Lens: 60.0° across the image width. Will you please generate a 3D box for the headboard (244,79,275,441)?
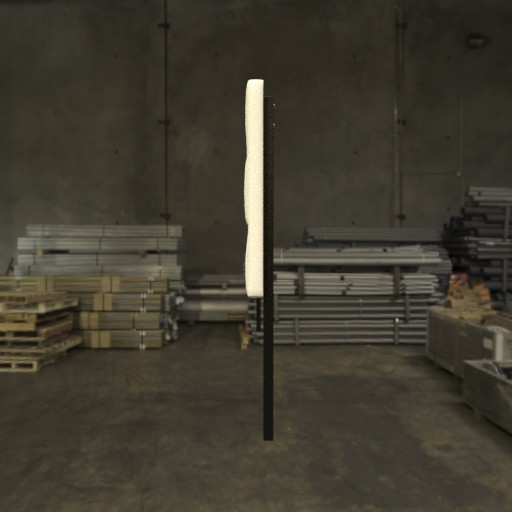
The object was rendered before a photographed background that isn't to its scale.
[{"bbox_3d":[0.000,0.000,2.882,0.120,1.410,2.362,0,1,-1],"label":"headboard"}]
